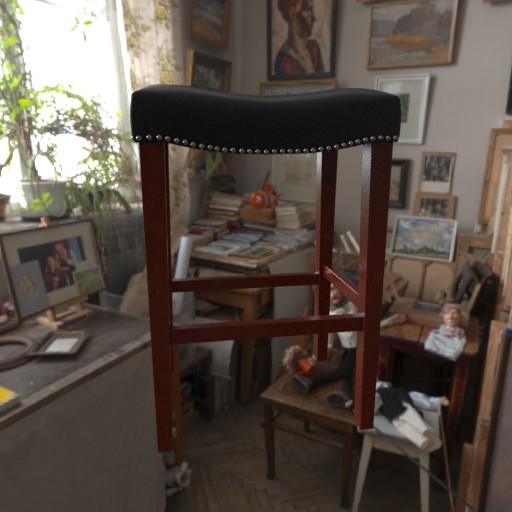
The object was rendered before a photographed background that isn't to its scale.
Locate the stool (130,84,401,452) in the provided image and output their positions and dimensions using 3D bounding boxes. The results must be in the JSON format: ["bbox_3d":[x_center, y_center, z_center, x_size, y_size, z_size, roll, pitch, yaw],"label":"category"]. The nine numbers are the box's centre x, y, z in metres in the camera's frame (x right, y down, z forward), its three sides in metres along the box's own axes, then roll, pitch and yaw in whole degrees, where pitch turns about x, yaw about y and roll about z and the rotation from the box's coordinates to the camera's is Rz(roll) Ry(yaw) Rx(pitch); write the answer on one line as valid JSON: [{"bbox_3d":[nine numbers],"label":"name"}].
[{"bbox_3d":[0.000,0.000,1.047,0.504,0.742,0.372,-2,15,-9],"label":"stool"}]
